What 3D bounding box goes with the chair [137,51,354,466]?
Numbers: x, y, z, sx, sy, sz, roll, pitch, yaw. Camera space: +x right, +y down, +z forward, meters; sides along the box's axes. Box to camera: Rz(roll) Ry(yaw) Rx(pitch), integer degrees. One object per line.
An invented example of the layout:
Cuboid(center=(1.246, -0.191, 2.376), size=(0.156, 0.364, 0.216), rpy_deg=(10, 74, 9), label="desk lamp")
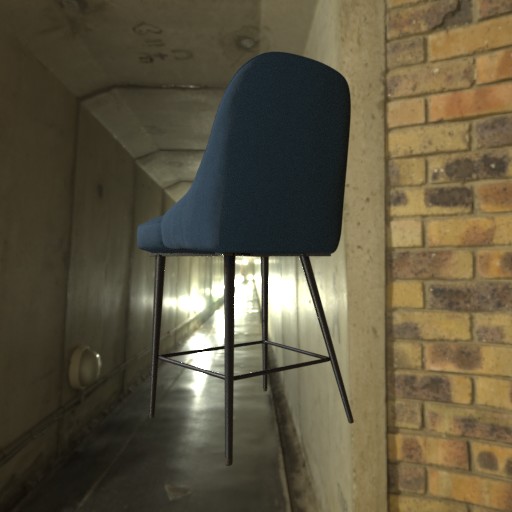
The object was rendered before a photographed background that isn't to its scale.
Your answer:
Cuboid(center=(0.000, 0.000, 1.247), size=(0.526, 0.927, 0.489), rpy_deg=(1, -1, -38), label="chair")
